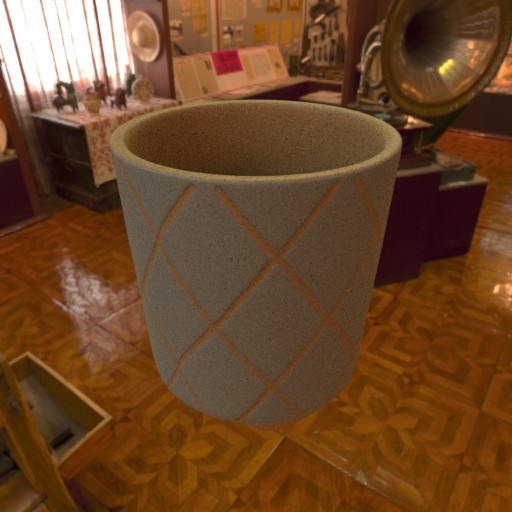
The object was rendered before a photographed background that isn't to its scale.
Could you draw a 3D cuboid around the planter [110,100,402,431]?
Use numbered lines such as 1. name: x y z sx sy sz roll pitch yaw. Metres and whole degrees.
1. planter: 0.000 0.000 0.350 0.191 0.200 0.191 0 31 0
